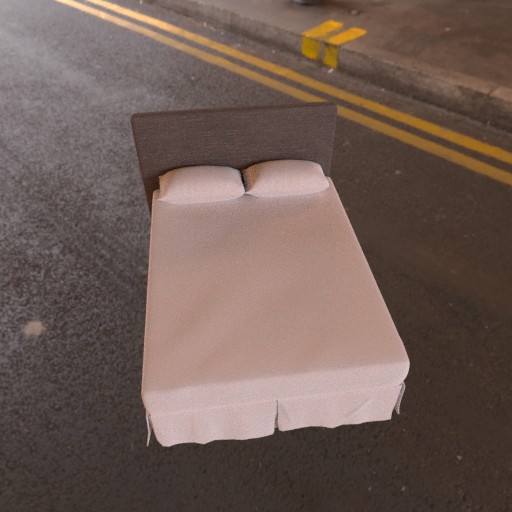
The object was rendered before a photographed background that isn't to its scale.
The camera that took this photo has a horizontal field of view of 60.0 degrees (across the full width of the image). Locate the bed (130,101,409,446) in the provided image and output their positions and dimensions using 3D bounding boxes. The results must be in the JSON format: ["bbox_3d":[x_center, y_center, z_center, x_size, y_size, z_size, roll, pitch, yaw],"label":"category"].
[{"bbox_3d":[0.000,0.000,3.250,1.723,1.330,2.142,-5,45,-5],"label":"bed"}]
